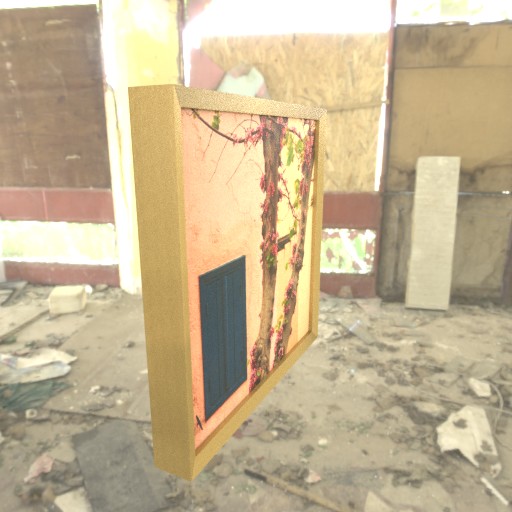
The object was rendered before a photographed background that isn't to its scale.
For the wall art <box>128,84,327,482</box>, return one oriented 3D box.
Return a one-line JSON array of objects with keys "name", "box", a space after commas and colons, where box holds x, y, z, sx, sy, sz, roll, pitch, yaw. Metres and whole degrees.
[{"name": "wall art", "box": [0.000, 0.000, 0.461, 0.038, 0.305, 0.304, 8, 17, 26]}]
